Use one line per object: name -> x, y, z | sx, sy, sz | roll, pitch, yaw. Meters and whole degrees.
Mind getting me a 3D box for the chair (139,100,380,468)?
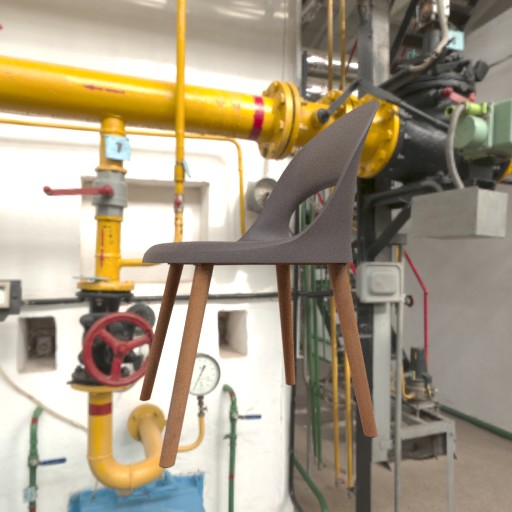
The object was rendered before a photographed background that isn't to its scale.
chair -> 0.000, 0.000, 1.117 | 0.556, 0.794, 0.470 | 0, -1, -20
